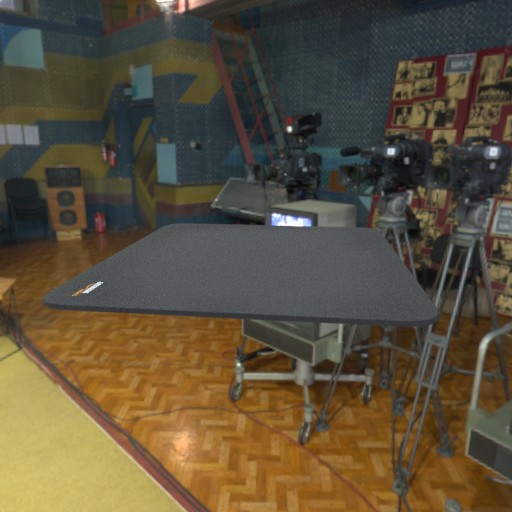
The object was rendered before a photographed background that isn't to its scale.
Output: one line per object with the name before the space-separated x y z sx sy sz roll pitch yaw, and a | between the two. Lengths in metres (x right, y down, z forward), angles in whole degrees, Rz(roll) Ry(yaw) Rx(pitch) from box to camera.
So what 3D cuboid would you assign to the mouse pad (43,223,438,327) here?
mouse pad | 0.000 0.000 0.321 0.203 0.003 0.229 2 15 7
